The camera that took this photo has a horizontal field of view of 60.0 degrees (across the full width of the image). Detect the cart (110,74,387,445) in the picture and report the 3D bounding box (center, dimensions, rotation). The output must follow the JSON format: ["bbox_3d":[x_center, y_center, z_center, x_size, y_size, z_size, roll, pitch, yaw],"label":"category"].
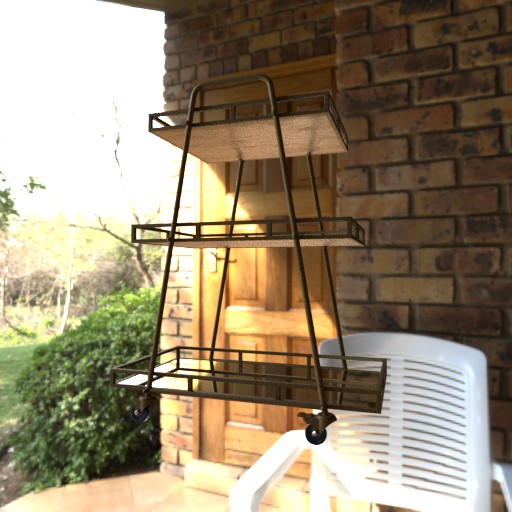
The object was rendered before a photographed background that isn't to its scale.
[{"bbox_3d":[0.000,0.000,1.287,0.711,0.883,0.441,-1,-2,18],"label":"cart"}]
